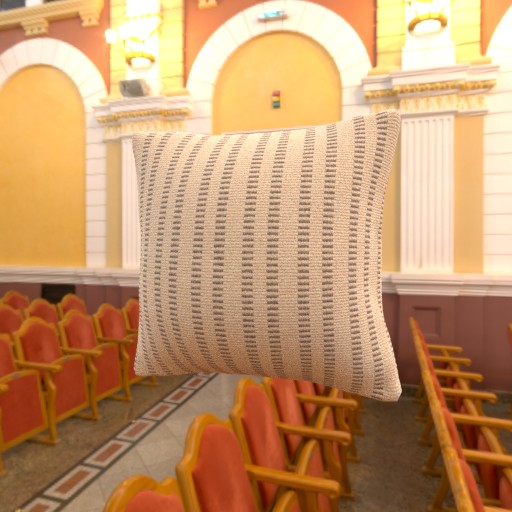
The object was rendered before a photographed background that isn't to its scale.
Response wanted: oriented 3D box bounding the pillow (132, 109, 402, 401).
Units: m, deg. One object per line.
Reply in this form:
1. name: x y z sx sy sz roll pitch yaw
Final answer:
1. pillow: 0.000 0.000 0.696 0.438 0.419 0.247 0 2 17
